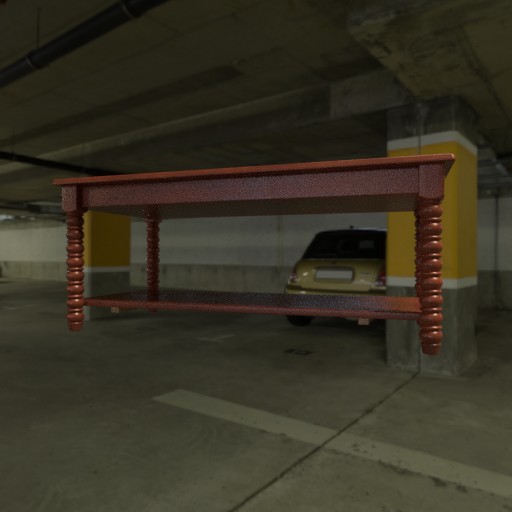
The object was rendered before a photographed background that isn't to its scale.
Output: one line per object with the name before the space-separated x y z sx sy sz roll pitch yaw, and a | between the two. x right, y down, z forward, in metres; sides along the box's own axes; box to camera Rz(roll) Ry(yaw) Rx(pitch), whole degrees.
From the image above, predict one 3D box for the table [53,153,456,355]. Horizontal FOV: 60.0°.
table | 0.000 0.000 1.488 1.171 0.485 0.580 0 0 18
